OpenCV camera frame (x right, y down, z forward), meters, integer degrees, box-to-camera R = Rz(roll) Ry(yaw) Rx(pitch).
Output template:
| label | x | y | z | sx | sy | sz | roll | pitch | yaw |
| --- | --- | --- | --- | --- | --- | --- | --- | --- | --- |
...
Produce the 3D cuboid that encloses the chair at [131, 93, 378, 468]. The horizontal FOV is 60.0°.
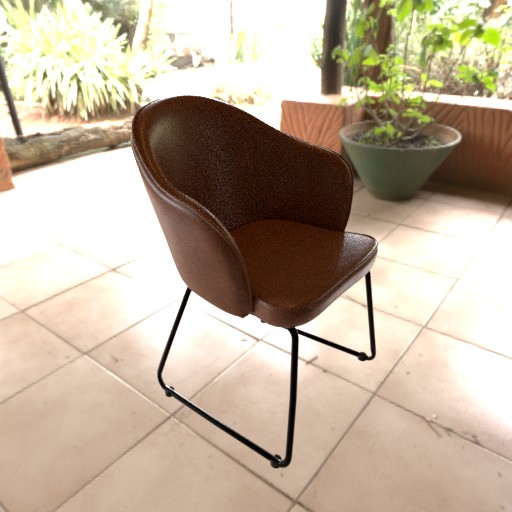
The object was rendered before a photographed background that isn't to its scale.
| label | x | y | z | sx | sy | sz | roll | pitch | yaw |
| --- | --- | --- | --- | --- | --- | --- | --- | --- | --- |
| chair | 0.000 | 0.000 | 1.205 | 0.580 | 0.785 | 0.582 | 19 | 33 | 32 |
